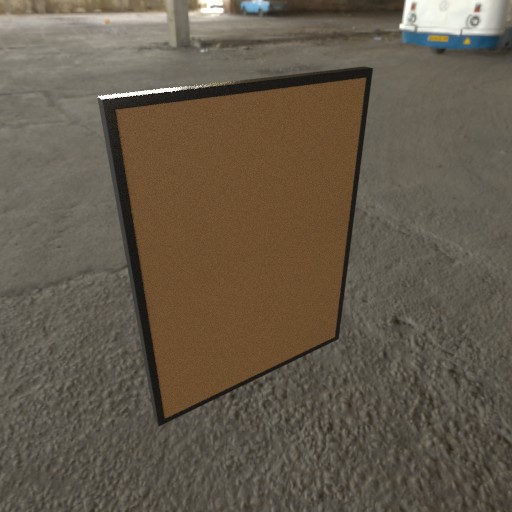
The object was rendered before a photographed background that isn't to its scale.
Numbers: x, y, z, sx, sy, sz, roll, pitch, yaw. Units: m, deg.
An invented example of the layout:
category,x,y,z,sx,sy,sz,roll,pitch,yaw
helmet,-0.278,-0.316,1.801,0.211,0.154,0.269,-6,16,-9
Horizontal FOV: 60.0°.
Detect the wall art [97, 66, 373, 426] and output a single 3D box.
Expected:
category,x,y,z,sx,sy,sz,roll,pitch,yaw
wall art,0.000,0.000,1.419,0.804,1.061,0.039,-18,36,-28
